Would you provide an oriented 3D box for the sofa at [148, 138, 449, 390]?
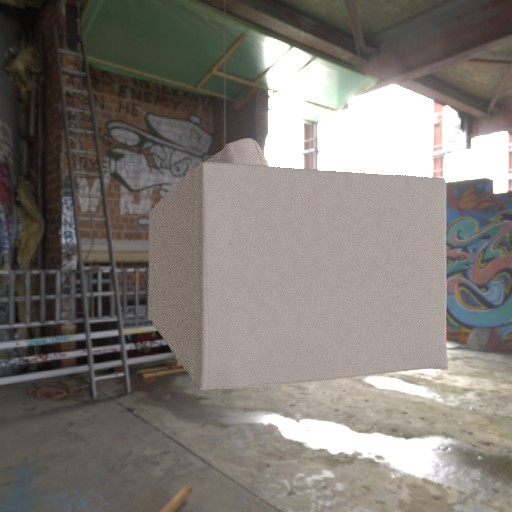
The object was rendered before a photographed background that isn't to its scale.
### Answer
[{"bbox_3d":[0.000,0.000,2.313,0.962,0.834,1.746,0,0,-19],"label":"sofa"}]
